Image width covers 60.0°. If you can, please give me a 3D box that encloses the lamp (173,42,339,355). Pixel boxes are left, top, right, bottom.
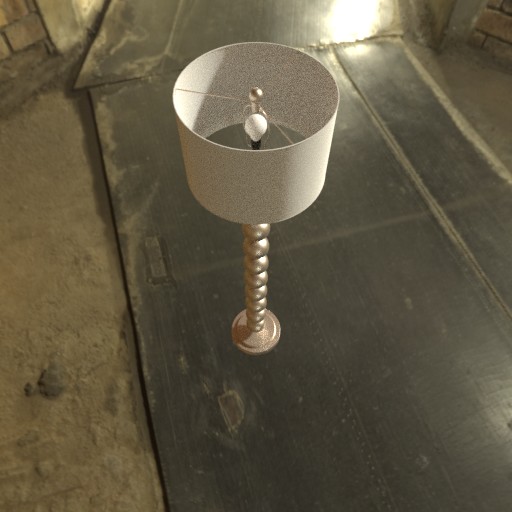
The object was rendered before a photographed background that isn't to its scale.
[{"bbox_3d":[0.000,0.000,1.662,0.394,1.474,0.394,30,63,17],"label":"lamp"}]
